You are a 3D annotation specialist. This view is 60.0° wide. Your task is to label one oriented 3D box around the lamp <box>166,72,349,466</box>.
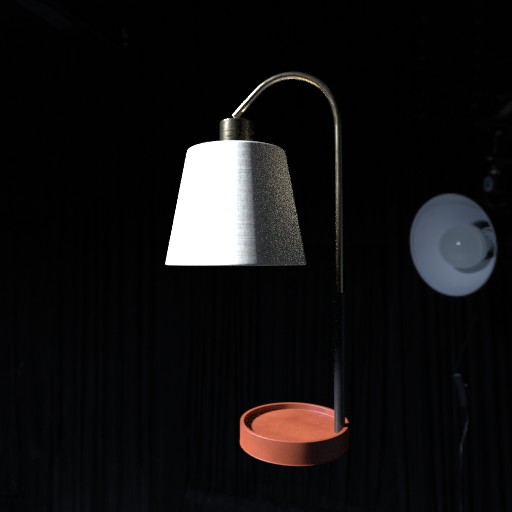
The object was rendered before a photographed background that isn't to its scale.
[{"bbox_3d":[0.000,0.000,0.663,0.273,0.536,0.211,0,0,19],"label":"lamp"}]
